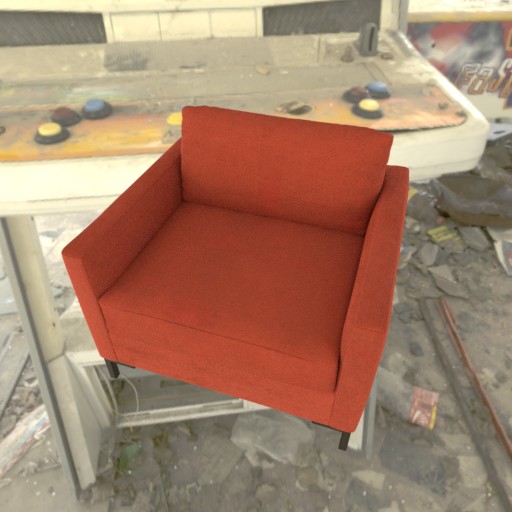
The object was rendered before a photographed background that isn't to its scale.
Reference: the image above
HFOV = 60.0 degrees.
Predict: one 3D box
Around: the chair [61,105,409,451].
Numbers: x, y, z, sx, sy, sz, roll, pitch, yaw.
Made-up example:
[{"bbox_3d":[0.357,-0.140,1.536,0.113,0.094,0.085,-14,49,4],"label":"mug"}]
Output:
[{"bbox_3d":[0.000,0.000,1.605,0.964,0.812,0.875,12,42,14],"label":"chair"}]
